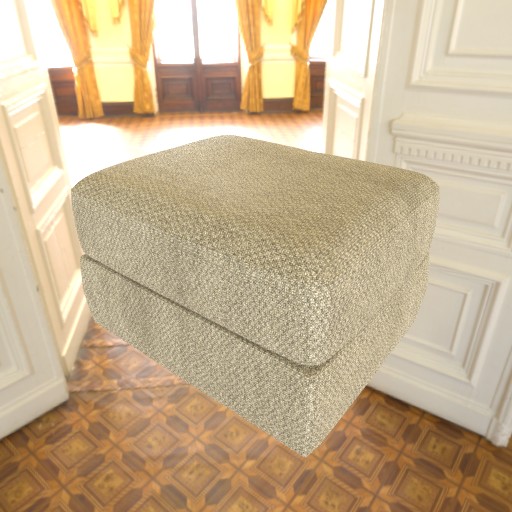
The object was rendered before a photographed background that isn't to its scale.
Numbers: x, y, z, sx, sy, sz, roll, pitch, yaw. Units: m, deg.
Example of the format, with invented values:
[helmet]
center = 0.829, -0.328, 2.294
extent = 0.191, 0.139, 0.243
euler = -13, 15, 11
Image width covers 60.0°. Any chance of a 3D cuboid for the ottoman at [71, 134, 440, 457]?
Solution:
[ottoman]
center = 0.000, 0.000, 1.156
extent = 0.751, 0.476, 0.603
euler = 21, 35, 33
